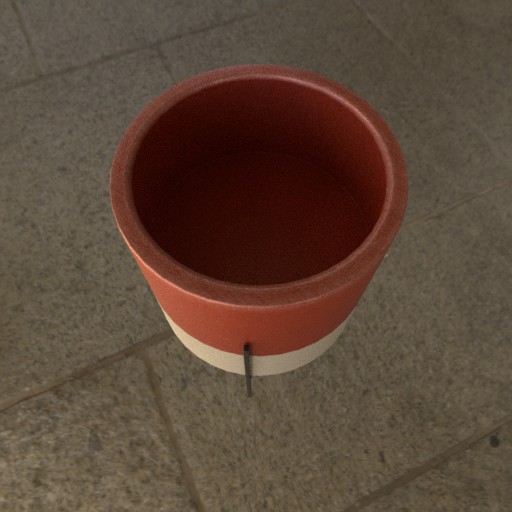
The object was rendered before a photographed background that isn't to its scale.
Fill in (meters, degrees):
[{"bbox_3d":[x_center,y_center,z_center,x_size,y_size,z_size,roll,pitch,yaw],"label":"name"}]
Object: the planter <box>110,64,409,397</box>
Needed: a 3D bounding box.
[{"bbox_3d":[0.000,0.000,0.716,0.354,0.465,0.345,32,68,15],"label":"planter"}]
